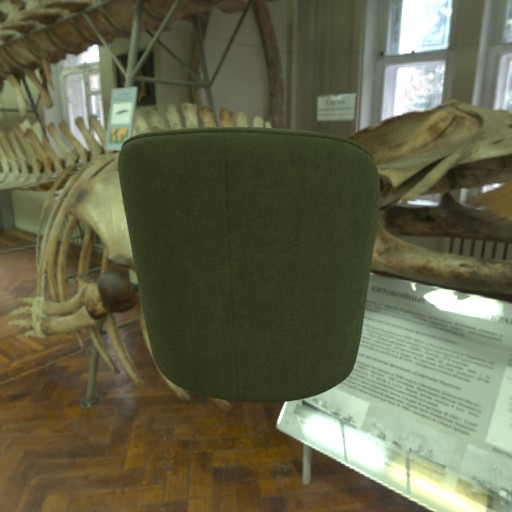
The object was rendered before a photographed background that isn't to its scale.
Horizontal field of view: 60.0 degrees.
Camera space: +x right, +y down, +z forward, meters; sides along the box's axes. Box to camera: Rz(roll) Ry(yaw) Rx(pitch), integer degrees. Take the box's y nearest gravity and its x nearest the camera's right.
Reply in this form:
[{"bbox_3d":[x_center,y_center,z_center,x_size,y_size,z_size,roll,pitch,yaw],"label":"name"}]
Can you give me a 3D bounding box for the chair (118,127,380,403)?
[{"bbox_3d":[0.000,0.000,1.448,0.747,0.799,0.875,2,16,8],"label":"chair"}]
